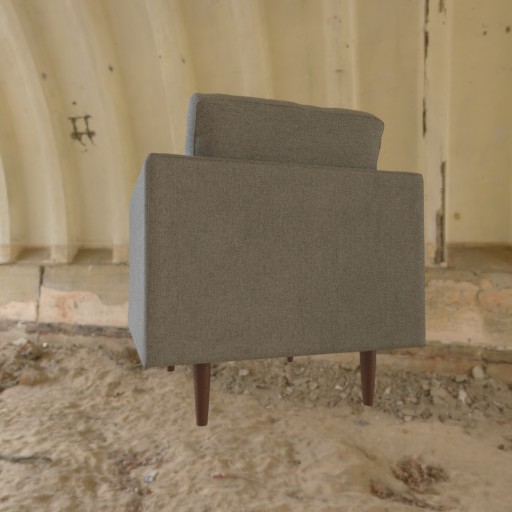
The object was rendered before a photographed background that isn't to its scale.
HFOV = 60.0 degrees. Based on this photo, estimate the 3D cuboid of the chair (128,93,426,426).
[{"bbox_3d":[0.000,0.000,1.593,0.855,0.927,0.800,0,-1,-19],"label":"chair"}]
